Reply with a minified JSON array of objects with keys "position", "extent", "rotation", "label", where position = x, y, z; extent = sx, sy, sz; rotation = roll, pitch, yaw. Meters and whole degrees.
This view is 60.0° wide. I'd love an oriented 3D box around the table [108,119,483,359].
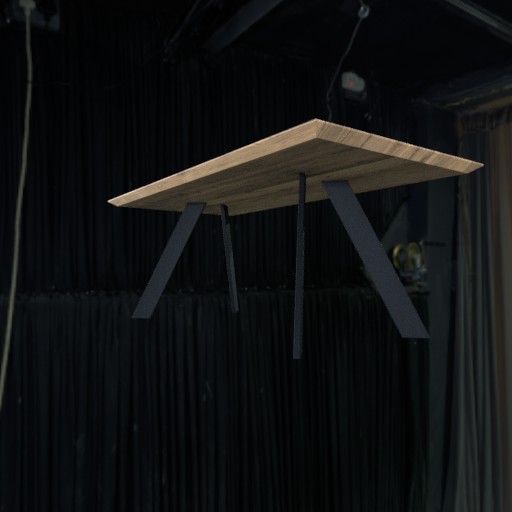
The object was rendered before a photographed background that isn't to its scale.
[{"position":[0.000,0.000,2.437],"extent":[1.000,0.770,2.000],"rotation":[1,-2,-36],"label":"table"}]
